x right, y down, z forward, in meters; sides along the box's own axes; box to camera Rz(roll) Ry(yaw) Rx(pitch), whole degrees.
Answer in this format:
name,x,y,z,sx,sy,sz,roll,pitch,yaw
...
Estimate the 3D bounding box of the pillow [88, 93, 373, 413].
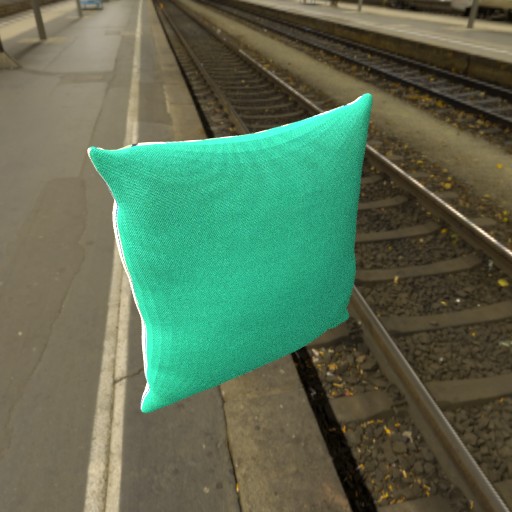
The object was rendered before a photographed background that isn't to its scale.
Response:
name,x,y,z,sx,sy,sz,roll,pitch,yaw
pillow,0.000,0.000,0.693,0.440,0.441,0.182,-19,37,-28
